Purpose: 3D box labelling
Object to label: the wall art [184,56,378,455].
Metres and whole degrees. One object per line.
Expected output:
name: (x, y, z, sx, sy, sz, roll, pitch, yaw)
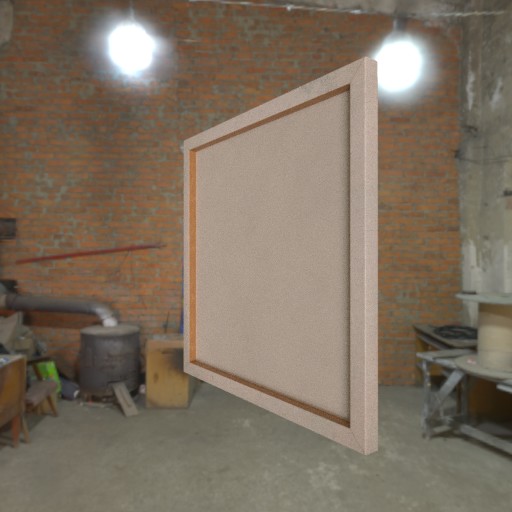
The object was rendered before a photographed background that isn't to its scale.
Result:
wall art: (0.000, 0.000, 1.164, 0.038, 0.762, 0.762, 0, 0, -36)
